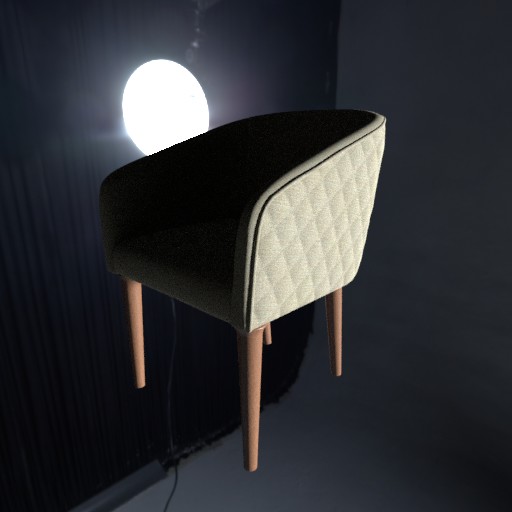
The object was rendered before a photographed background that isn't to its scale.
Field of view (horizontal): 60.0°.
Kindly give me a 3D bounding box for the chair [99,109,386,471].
[{"bbox_3d":[0.000,0.000,1.212,0.584,0.775,0.616,15,22,42],"label":"chair"}]
